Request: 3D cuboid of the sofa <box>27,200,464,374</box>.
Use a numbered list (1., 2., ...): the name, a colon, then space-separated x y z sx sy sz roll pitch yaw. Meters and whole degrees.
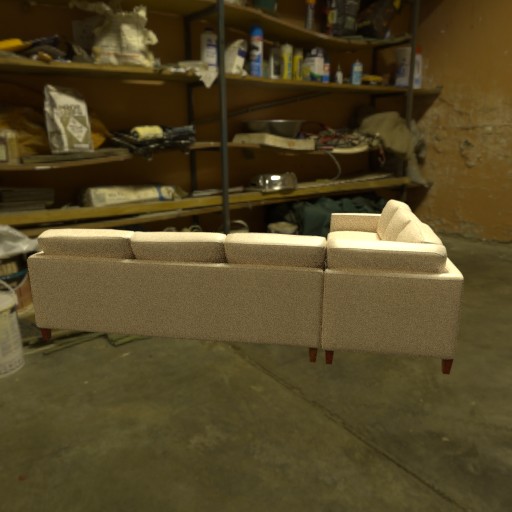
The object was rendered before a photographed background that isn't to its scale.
1. sofa: 0.000 0.000 4.481 3.302 0.947 2.593 3 15 10
